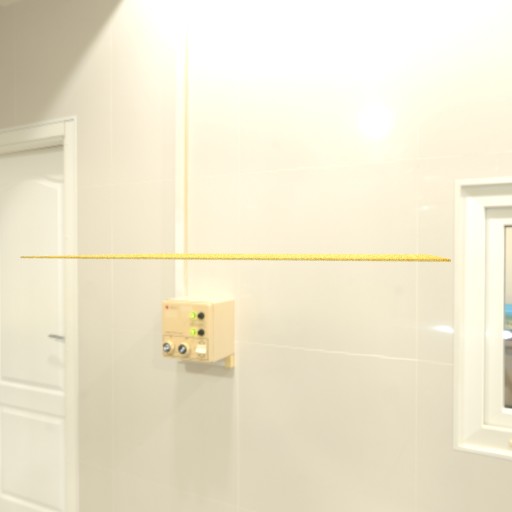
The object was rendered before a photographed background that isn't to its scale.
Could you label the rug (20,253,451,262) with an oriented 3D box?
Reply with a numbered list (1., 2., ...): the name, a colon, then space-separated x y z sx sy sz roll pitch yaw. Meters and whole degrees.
1. rug: 0.000 0.000 4.300 3.242 0.015 2.486 0 1 18
